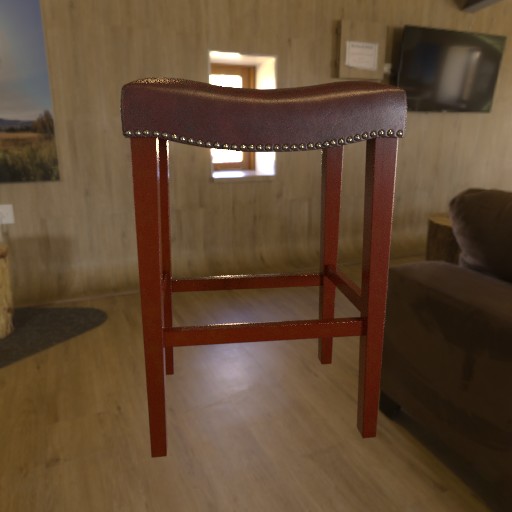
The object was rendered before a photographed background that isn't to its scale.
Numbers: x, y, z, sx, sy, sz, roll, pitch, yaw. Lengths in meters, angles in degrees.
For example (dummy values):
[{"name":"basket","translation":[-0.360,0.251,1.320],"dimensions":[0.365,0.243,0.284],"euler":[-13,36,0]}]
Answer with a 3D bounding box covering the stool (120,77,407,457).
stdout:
[{"name":"stool","translation":[0.000,0.000,1.012],"dimensions":[0.504,0.742,0.372],"euler":[-2,15,-7]}]
